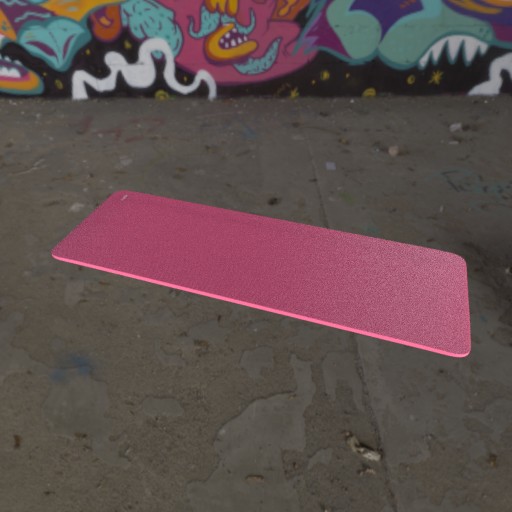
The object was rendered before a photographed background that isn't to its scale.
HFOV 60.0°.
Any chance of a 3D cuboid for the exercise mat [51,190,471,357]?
[{"bbox_3d":[0.000,0.000,2.089,1.884,0.021,0.616,12,42,14],"label":"exercise mat"}]
